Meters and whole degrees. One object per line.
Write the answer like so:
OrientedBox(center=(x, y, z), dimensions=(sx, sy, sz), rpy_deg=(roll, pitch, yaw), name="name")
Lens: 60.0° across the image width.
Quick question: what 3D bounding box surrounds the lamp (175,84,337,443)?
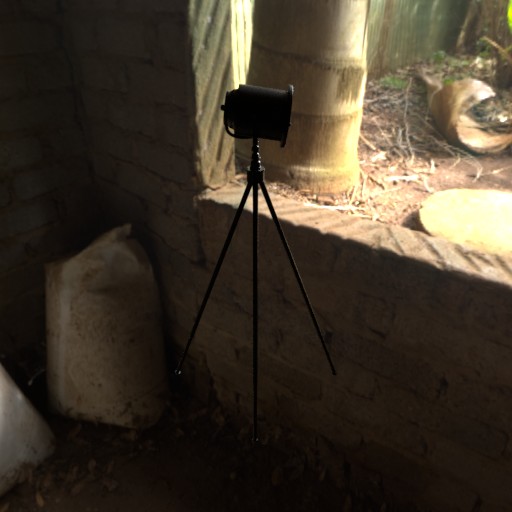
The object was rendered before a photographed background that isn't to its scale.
OrientedBox(center=(0.000, 0.000, 2.054), dimensions=(0.884, 1.504, 0.879), rpy_deg=(0, 30, 0), name="lamp")
